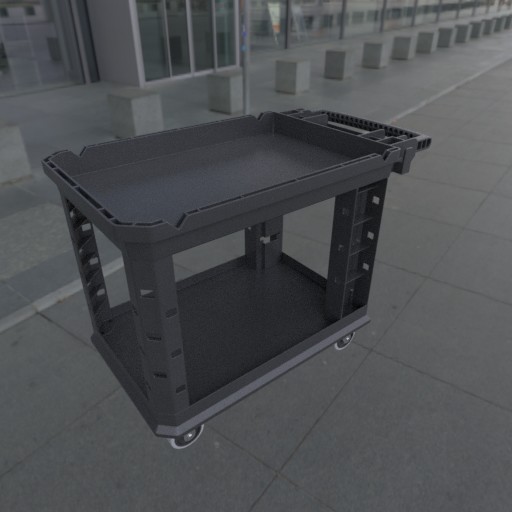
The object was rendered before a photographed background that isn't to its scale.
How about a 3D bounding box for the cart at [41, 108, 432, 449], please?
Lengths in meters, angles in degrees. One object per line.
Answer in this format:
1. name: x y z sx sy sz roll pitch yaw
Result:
1. cart: 0.000 0.000 1.722 1.239 0.884 0.674 -22 38 -32
